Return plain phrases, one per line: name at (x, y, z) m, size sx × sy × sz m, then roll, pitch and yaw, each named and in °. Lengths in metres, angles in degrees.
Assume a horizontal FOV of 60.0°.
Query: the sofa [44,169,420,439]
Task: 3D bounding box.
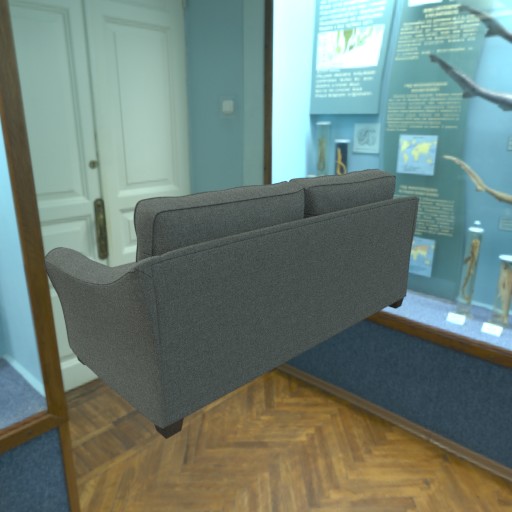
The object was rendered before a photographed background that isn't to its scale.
sofa at (0.000, 0.000, 2.724) m, size 2.203 × 0.976 × 1.013 m, roll -16°, pitch 23°, yaw -42°
